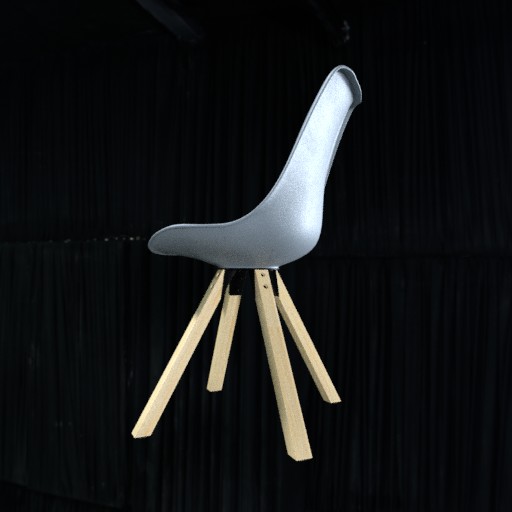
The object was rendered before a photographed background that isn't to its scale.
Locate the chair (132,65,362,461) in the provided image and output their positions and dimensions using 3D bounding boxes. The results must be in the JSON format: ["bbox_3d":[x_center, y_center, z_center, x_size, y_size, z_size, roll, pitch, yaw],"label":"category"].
[{"bbox_3d":[0.000,0.000,1.175,0.549,0.850,0.485,-1,-2,19],"label":"chair"}]
